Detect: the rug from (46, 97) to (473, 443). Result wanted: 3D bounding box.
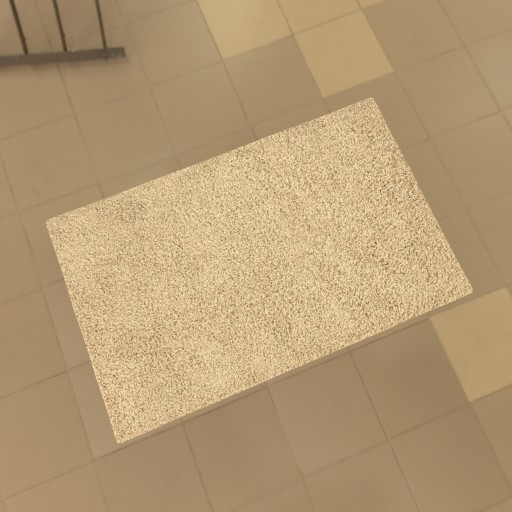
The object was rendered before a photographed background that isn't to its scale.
[{"bbox_3d":[0.000,0.000,2.935,2.438,0.030,1.524,-22,79,-5],"label":"rug"}]
